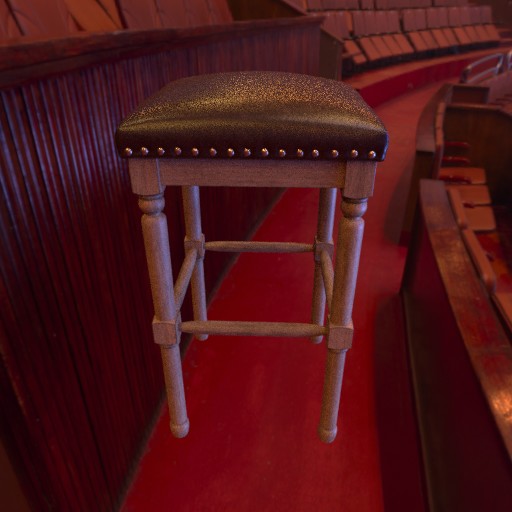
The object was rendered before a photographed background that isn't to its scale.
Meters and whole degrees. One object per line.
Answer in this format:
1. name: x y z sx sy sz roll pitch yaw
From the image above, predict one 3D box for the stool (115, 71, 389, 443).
1. stool: 0.000 0.000 0.916 0.383 0.702 0.382 1 30 2
